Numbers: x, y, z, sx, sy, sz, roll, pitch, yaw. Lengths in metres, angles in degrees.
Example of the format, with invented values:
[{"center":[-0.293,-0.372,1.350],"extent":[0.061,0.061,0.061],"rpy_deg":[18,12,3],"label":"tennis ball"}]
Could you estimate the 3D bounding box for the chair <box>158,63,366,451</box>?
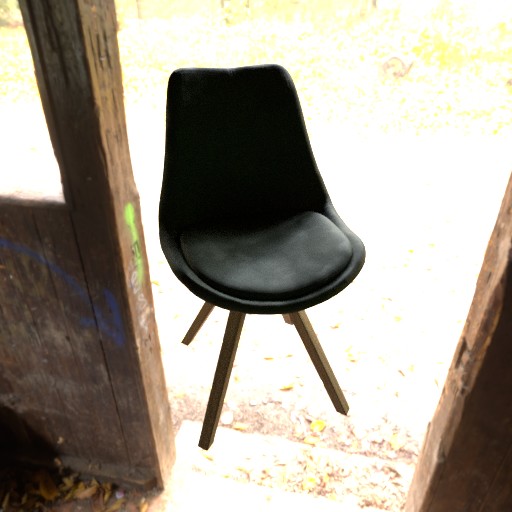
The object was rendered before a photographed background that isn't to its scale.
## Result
[{"center":[0.000,0.000,1.168],"extent":[0.483,0.865,0.547],"rpy_deg":[-9,32,-14],"label":"chair"}]
